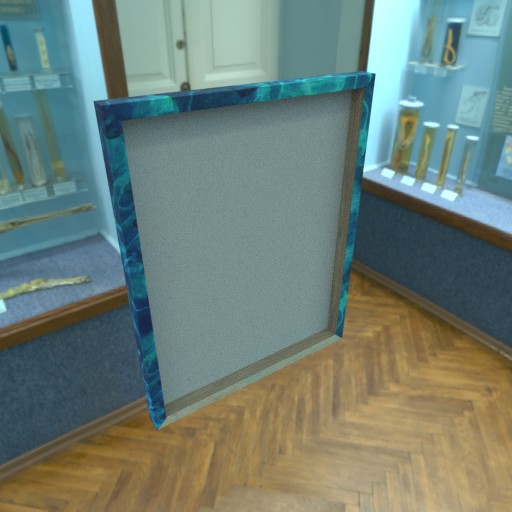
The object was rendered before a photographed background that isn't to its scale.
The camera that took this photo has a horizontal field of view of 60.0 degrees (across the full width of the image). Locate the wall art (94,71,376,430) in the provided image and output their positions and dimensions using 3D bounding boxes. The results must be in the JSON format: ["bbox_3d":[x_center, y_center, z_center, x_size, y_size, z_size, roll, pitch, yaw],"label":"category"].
[{"bbox_3d":[0.000,0.000,0.872,0.508,0.635,0.038,-19,35,-29],"label":"wall art"}]
